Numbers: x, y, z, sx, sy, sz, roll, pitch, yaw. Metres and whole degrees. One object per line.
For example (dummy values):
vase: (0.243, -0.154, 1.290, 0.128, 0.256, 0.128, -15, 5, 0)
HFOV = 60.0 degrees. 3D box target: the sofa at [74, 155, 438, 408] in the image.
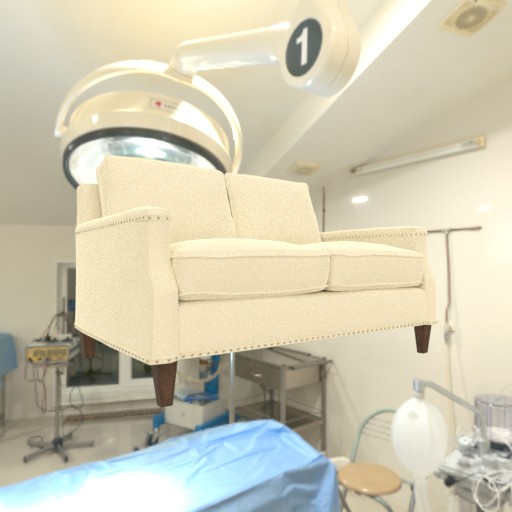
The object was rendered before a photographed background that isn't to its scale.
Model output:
sofa: (0.000, 0.000, 2.270, 1.597, 1.003, 1.084, 1, -1, -36)
